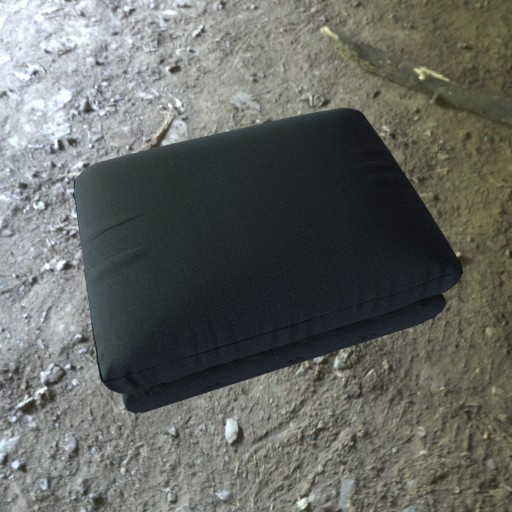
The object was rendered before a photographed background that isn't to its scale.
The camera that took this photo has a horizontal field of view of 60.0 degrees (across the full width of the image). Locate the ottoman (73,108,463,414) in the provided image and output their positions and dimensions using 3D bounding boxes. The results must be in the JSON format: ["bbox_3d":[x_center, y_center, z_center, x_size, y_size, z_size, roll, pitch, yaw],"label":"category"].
[{"bbox_3d":[0.000,0.000,1.122,0.767,0.486,0.558,-15,60,-9],"label":"ottoman"}]
